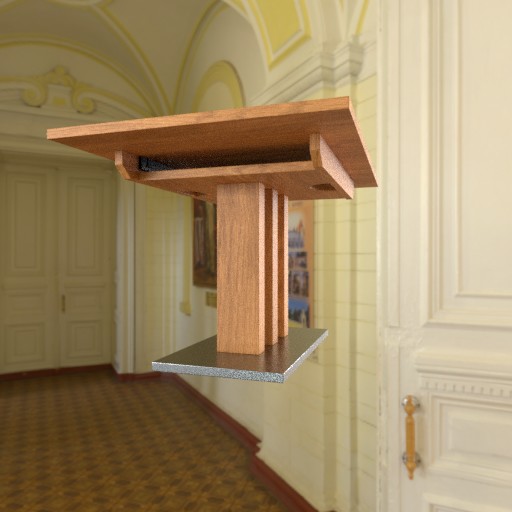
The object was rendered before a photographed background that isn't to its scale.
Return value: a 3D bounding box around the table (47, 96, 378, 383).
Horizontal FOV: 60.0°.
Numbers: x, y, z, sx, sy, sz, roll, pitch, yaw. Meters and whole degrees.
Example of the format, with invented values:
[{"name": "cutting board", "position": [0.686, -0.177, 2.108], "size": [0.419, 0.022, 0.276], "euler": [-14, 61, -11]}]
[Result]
[{"name": "table", "position": [0.000, 0.000, 1.816], "size": [0.900, 0.770, 1.300], "euler": [0, 0, 18]}]
